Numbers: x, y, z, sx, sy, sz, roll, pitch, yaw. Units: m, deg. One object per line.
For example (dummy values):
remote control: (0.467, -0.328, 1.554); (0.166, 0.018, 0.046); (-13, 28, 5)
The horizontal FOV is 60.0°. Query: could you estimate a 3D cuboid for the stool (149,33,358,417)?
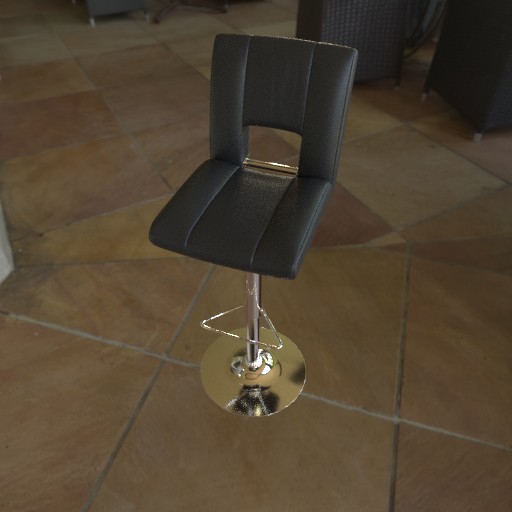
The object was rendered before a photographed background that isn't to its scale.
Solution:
stool: (0.000, 0.000, 1.386); (0.415, 1.151, 0.520); (14, 44, 15)
